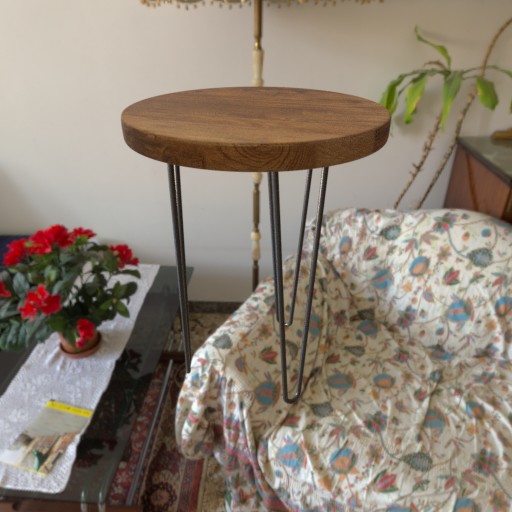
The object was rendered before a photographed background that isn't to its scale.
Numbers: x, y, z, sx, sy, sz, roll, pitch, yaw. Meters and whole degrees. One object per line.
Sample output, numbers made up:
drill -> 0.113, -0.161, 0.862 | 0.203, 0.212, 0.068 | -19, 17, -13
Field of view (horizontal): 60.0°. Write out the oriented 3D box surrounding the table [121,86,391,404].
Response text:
table -> 0.000, 0.000, 0.803 | 0.400, 0.520, 0.400 | 0, 30, 0
